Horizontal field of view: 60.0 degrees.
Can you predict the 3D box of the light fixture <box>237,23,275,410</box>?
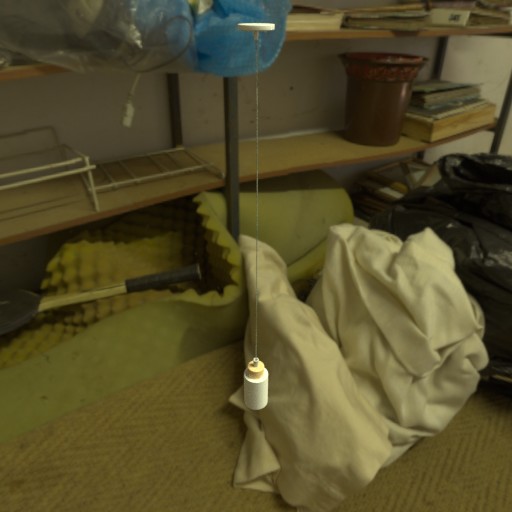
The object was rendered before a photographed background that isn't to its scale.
[{"bbox_3d":[0.000,0.000,1.937,0.125,1.798,0.125,19,35,30],"label":"light fixture"}]
